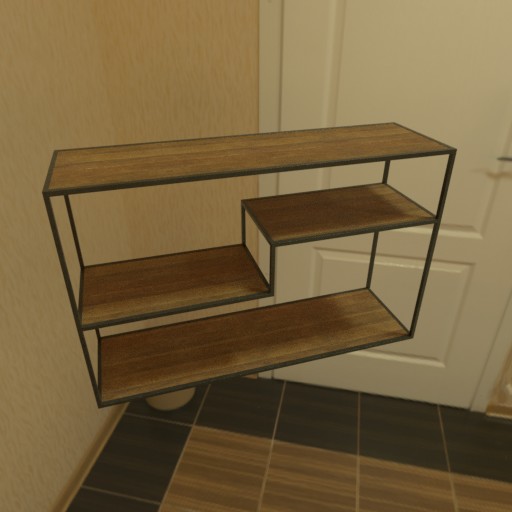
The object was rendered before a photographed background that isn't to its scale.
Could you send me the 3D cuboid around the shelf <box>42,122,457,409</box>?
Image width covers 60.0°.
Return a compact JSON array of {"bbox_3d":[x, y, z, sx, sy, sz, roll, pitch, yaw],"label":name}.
[{"bbox_3d":[0.000,0.000,1.567,1.201,0.765,0.361,-9,32,-15],"label":"shelf"}]
